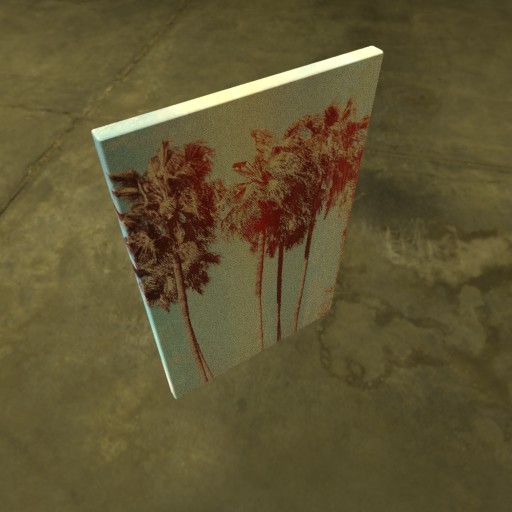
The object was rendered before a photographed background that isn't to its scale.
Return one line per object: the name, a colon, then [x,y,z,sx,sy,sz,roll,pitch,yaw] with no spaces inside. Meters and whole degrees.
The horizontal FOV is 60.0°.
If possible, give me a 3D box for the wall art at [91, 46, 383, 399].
wall art: [0.000,0.000,1.143,0.605,0.915,0.037,-25,52,-22]
